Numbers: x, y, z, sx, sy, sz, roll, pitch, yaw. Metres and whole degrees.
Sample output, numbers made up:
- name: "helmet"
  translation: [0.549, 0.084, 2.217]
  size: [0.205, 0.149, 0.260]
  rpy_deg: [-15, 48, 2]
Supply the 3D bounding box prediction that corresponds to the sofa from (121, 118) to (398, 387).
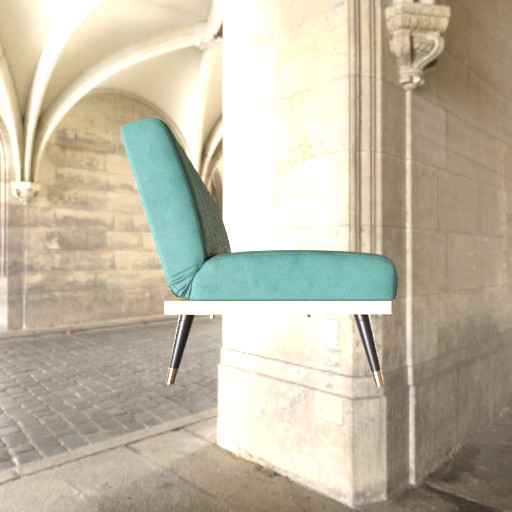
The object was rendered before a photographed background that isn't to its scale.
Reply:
- name: "sofa"
  translation: [0.000, 0.000, 2.195]
  size: [0.830, 0.820, 1.810]
  rpy_deg: [0, 0, -1]
